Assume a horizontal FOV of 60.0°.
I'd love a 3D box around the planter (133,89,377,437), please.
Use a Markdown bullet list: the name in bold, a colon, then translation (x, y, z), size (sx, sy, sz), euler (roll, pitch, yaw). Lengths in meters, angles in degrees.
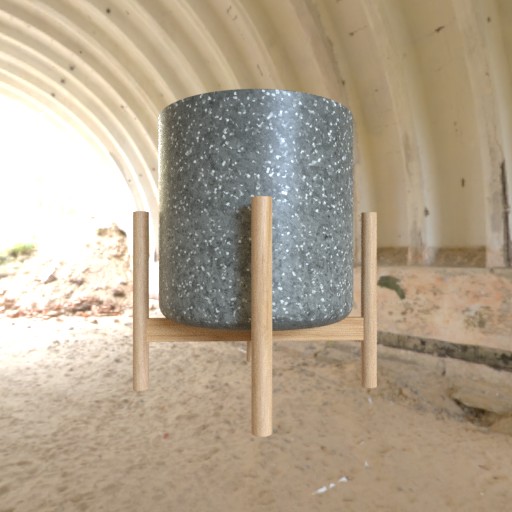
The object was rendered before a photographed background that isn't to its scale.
- **planter**: translation (0.000, 0.000, 0.706), size (0.360, 0.419, 0.360), euler (0, 0, 20)
